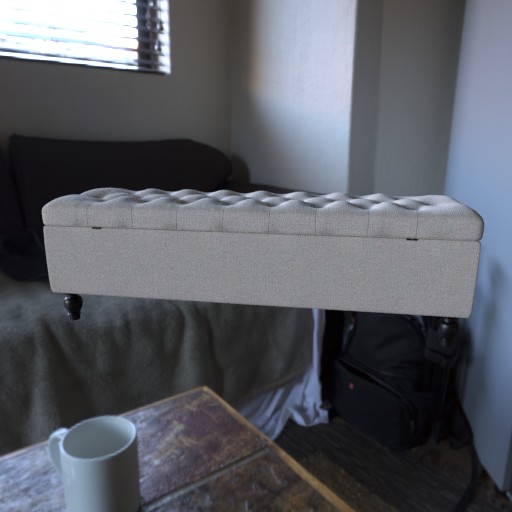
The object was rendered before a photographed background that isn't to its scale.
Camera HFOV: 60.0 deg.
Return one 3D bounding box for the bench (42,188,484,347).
[{"bbox_3d":[0.000,0.000,1.704,1.480,0.467,0.455,3,16,9],"label":"bench"}]
